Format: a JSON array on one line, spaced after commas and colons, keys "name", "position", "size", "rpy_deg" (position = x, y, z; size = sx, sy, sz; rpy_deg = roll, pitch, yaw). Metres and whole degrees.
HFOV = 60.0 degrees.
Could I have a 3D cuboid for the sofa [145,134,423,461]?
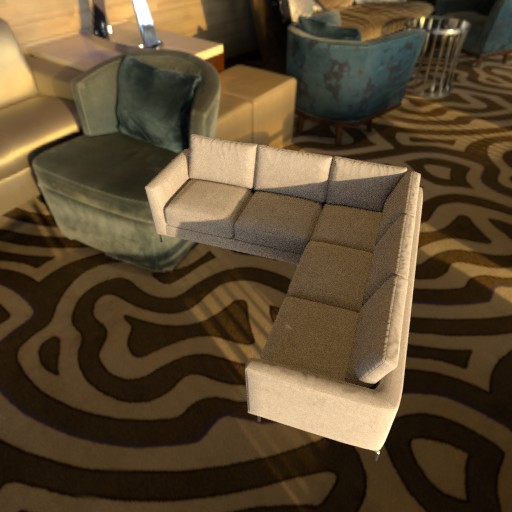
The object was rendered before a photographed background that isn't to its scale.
[{"name": "sofa", "position": [0.000, 0.000, 3.627], "size": [2.438, 0.864, 2.438], "rpy_deg": [12, 41, 15]}]
